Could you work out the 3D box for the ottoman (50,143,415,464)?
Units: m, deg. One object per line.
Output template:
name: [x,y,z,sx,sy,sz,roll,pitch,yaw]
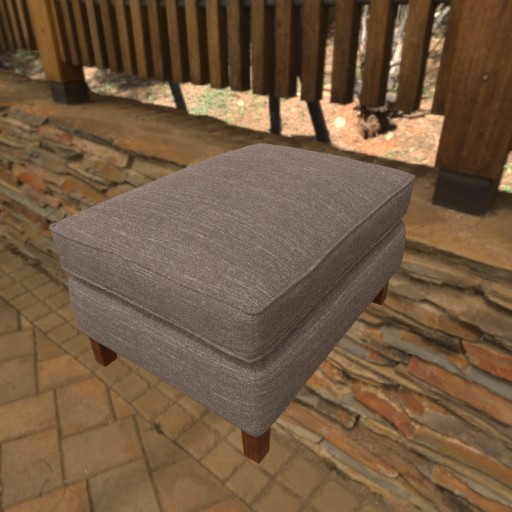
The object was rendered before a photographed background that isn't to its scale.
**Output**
ottoman: [0.000,0.000,0.999,0.508,0.406,0.686,19,35,30]
